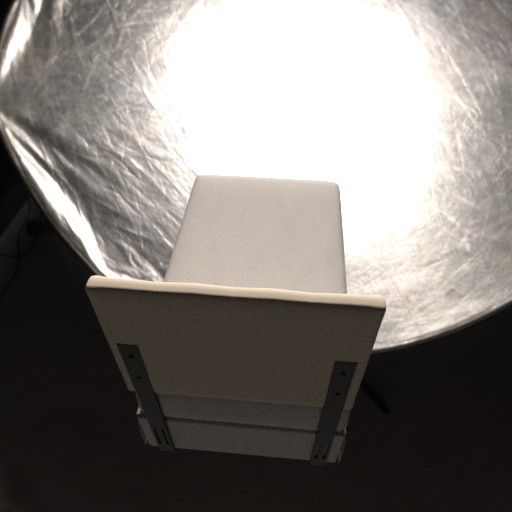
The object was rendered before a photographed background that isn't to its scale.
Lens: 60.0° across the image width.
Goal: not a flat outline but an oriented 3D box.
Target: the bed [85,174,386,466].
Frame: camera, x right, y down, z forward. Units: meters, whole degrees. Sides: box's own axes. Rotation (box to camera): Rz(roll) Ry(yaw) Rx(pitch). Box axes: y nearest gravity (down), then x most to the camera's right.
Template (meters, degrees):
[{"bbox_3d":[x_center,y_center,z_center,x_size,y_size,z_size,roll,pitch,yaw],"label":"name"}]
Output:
[{"bbox_3d":[0.000,0.000,2.874,1.261,1.571,1.997,4,46,4],"label":"bed"}]
